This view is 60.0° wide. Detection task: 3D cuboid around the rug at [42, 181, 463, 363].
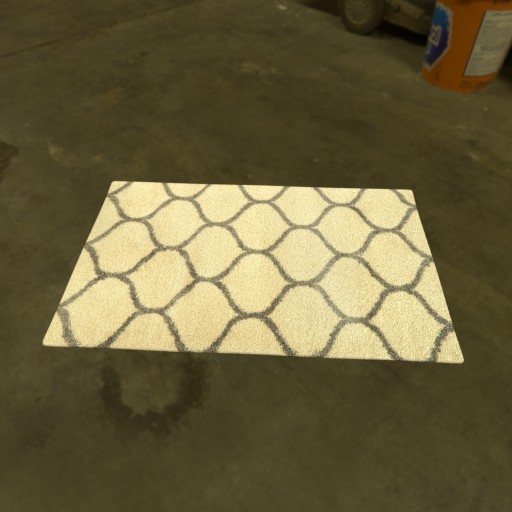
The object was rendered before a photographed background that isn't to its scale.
[{"bbox_3d":[0.000,0.000,2.966,2.348,0.024,1.501,2,47,2],"label":"rug"}]
